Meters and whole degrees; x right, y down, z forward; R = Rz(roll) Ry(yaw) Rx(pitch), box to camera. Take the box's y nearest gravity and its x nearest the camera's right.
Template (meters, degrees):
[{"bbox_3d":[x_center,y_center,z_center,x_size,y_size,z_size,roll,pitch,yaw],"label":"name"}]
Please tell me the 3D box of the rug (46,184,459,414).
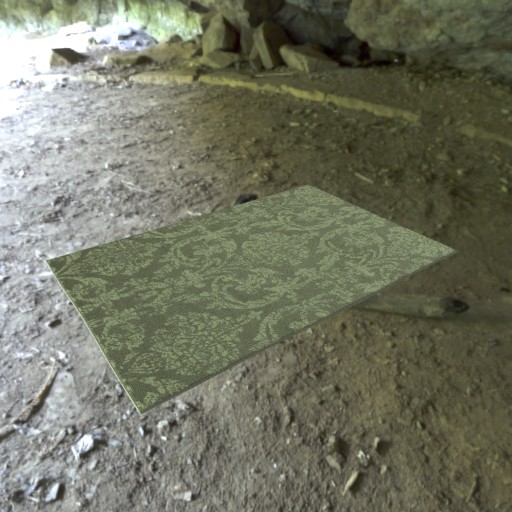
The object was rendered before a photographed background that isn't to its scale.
[{"bbox_3d":[0.000,0.000,2.340,1.824,0.012,1.206,-20,36,-31],"label":"rug"}]
